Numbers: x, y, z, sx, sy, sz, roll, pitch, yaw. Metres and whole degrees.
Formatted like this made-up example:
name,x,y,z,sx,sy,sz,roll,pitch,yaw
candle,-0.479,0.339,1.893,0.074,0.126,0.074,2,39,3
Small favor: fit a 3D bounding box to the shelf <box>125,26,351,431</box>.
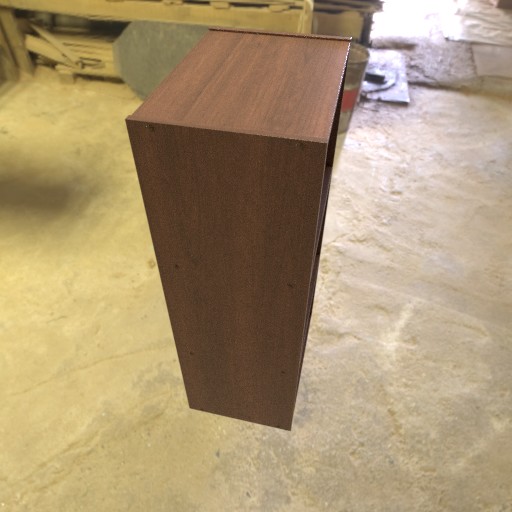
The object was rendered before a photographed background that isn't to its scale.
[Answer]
name,x,y,z,sx,sy,sz,roll,pitch,yaw
shelf,0.000,0.000,1.062,0.290,0.879,0.414,9,45,9
